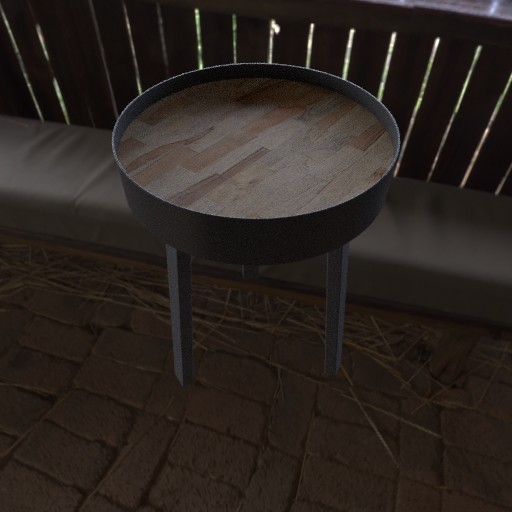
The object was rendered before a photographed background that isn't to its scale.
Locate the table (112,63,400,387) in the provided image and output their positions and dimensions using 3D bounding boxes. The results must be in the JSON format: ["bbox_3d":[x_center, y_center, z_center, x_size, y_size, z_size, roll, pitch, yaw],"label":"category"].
[{"bbox_3d":[0.000,0.000,0.846,0.406,0.559,0.406,0,47,0],"label":"table"}]
